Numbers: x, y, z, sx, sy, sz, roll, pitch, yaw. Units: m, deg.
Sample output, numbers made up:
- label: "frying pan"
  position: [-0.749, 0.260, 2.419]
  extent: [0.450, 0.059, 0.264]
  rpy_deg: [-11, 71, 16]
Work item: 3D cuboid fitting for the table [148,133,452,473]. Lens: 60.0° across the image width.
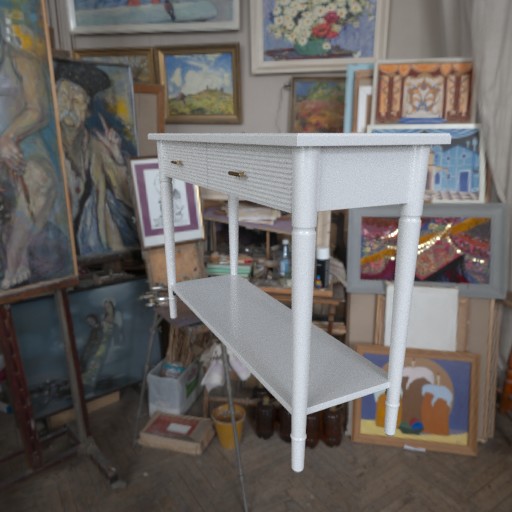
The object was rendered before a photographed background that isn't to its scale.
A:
- label: "table"
  position: [0.000, 0.000, 1.405]
  extent: [0.381, 0.749, 1.067]
  rpy_deg: [-8, 17, -26]
